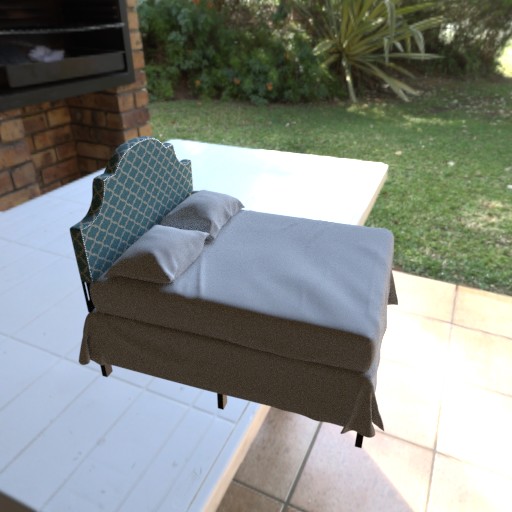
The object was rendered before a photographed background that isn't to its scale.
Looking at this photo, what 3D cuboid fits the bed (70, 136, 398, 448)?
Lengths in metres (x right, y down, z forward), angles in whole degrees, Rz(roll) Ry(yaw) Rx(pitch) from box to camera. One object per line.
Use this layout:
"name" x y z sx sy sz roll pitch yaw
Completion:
"bed" 0.000 0.000 3.396 2.222 1.633 1.780 10 31 17
